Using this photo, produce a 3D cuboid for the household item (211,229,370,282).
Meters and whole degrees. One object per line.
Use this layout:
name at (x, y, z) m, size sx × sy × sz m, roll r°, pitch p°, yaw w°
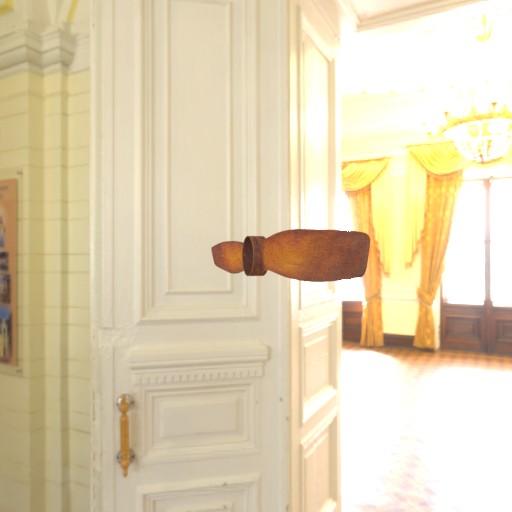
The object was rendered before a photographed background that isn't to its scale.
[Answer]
household item at (0.000, 0.000, 1.261) m, size 0.051 × 0.121 × 1.181 m, roll 0°, pitch 0°, yaw -17°
